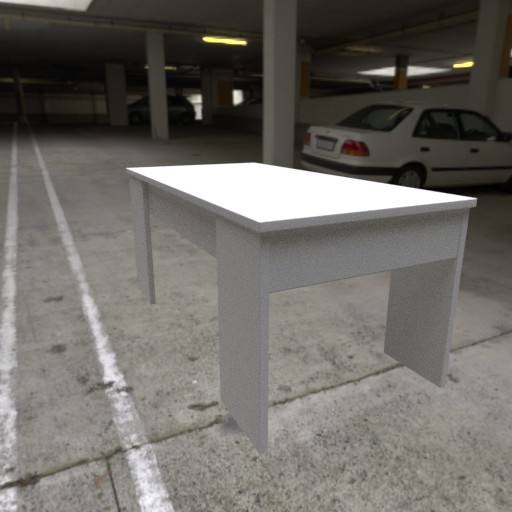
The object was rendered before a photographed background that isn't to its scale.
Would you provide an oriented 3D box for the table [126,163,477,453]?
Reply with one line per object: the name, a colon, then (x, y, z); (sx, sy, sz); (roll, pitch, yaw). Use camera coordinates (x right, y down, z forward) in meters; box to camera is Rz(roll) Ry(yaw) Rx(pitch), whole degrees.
table: (0.000, 0.000, 1.281); (0.500, 0.440, 1.000); (-8, 18, -26)
